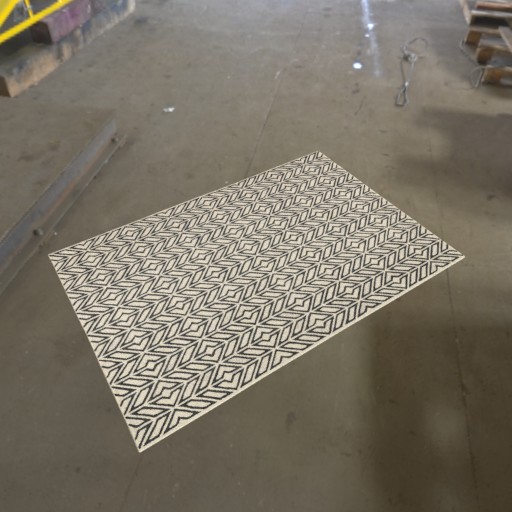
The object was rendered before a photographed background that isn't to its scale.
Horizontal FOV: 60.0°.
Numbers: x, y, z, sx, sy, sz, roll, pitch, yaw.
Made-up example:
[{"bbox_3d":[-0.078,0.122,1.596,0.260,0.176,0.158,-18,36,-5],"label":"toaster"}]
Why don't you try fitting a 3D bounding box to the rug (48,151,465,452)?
[{"bbox_3d":[0.000,0.000,2.333,1.828,0.007,1.220,-25,51,-23],"label":"rug"}]
